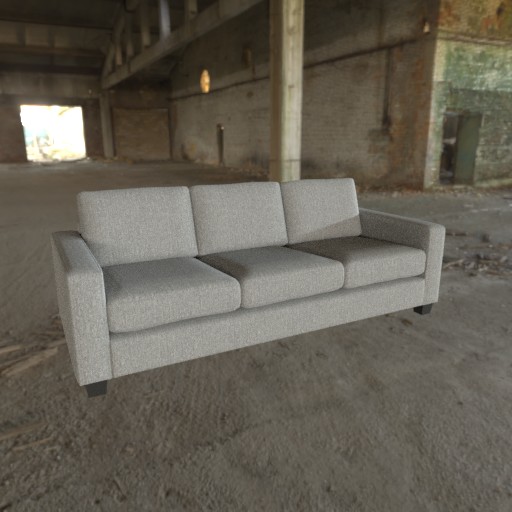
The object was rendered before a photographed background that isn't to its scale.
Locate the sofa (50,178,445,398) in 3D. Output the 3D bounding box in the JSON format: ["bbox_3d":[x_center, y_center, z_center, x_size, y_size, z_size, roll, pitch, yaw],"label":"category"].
[{"bbox_3d":[0.000,0.000,2.590,2.120,0.800,0.900,-8,17,-27],"label":"sofa"}]
